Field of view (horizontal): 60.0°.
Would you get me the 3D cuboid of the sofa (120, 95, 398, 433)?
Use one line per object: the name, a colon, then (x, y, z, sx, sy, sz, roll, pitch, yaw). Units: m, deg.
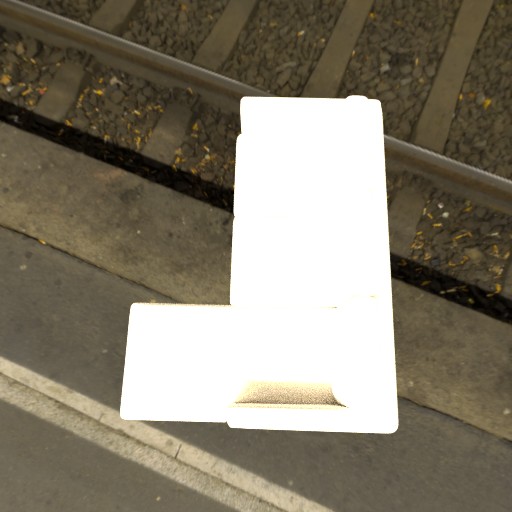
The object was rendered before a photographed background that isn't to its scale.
sofa: (0.000, 0.000, 2.834, 1.580, 0.899, 2.029, 1, 75, 0)
